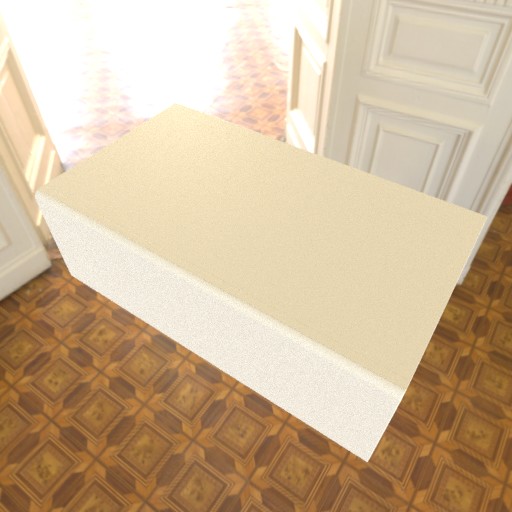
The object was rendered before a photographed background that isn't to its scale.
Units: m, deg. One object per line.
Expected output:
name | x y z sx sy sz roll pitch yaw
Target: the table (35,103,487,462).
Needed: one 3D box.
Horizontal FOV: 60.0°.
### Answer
table | 0.000 0.000 1.387 1.097 0.442 0.639 26 52 22
